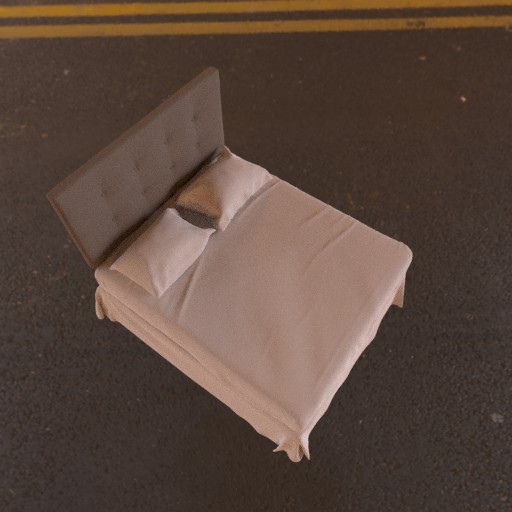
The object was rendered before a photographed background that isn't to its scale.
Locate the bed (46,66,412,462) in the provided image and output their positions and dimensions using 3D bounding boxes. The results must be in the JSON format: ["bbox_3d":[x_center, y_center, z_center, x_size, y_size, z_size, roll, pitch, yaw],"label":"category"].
[{"bbox_3d":[0.000,0.000,3.418,2.222,1.577,1.936,32,63,19],"label":"bed"}]
